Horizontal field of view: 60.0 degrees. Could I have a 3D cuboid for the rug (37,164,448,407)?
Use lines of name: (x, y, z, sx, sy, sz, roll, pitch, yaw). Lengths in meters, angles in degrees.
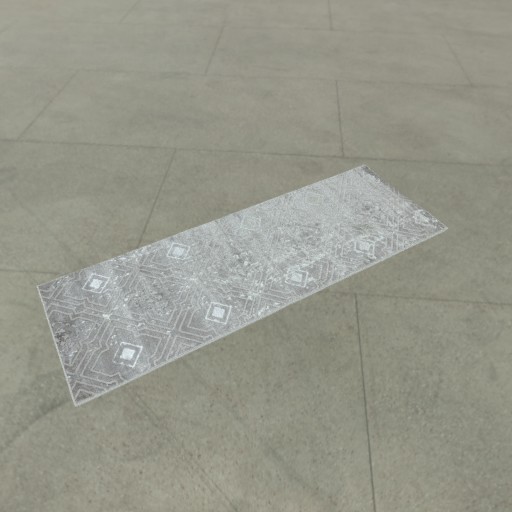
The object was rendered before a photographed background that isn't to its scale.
rug: (0.000, 0.000, 2.671, 2.381, 0.035, 0.832, -23, 50, -21)
